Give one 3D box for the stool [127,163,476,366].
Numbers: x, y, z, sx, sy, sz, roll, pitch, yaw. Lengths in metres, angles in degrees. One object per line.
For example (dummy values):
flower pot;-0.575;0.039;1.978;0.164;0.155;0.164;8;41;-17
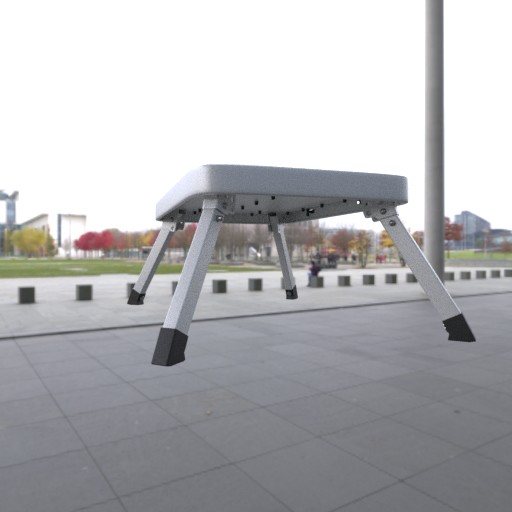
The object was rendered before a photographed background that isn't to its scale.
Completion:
stool;0.000;0.000;0.604;0.320;0.170;0.460;0;0;-19
